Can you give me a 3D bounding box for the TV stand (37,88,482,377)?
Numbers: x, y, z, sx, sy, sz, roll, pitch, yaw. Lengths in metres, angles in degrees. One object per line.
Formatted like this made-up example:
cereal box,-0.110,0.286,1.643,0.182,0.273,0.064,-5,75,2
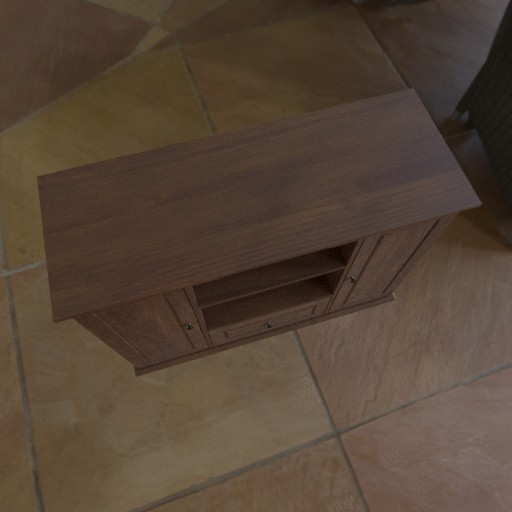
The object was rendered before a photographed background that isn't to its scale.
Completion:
TV stand,0.000,0.000,1.503,1.067,0.813,0.406,-15,66,-7
